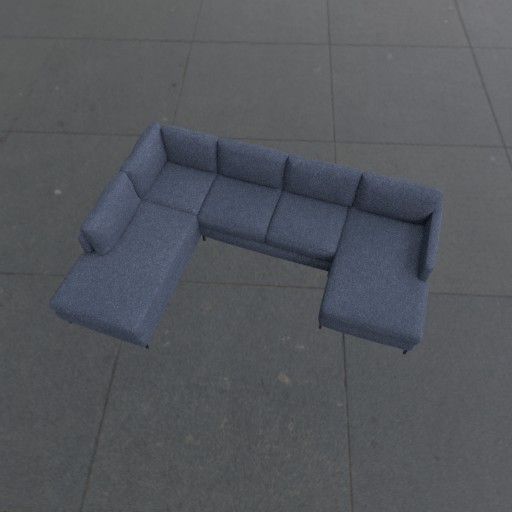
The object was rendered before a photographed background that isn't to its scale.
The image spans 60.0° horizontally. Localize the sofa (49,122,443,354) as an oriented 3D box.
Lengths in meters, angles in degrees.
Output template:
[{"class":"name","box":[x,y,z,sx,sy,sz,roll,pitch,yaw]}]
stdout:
[{"class":"sofa","box":[0.000,0.000,3.875,2.956,0.813,2.007,16,59,10]}]
